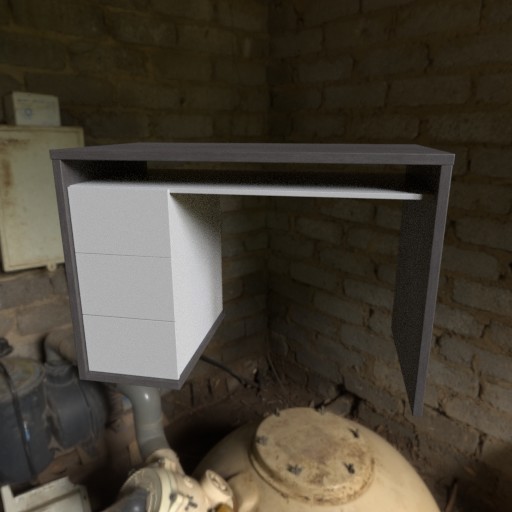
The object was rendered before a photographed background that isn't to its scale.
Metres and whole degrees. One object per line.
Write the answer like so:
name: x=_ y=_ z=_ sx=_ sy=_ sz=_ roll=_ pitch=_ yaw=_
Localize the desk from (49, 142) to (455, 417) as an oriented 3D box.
desk: x=0.000 y=0.000 z=1.566 sx=1.100 sy=0.750 sz=0.600 roll=3 pitch=17 yaw=10
